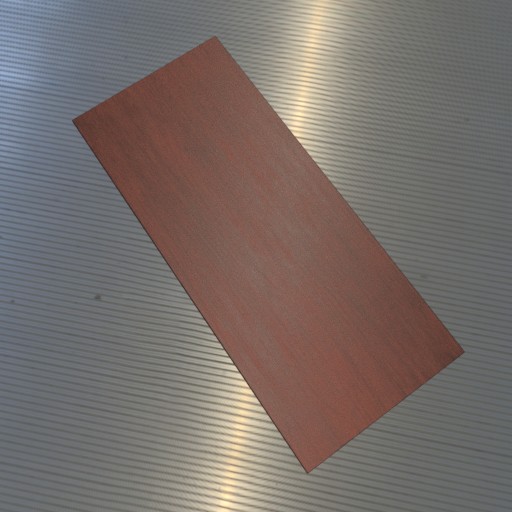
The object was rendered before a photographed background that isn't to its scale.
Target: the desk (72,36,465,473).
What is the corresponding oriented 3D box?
[{"bbox_3d":[0.000,0.000,1.810,0.600,0.761,1.372,-34,79,-8],"label":"desk"}]
